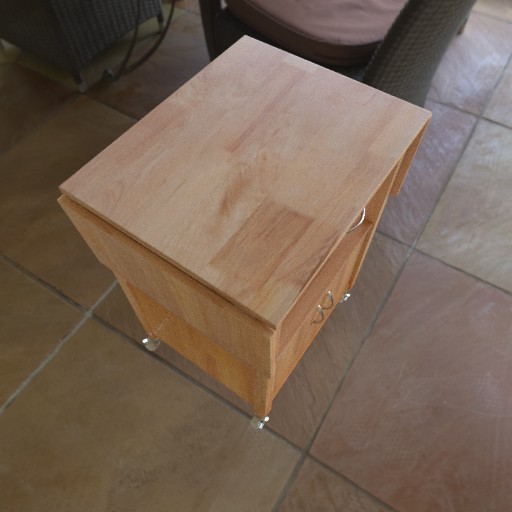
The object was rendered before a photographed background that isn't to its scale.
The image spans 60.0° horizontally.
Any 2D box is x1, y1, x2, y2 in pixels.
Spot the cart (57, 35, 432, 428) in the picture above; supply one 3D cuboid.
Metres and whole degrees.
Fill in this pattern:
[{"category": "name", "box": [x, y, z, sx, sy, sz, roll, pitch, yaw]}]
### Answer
[{"category": "cart", "box": [0.000, 0.000, 1.255, 0.508, 0.838, 0.640, 31, 63, 18]}]
